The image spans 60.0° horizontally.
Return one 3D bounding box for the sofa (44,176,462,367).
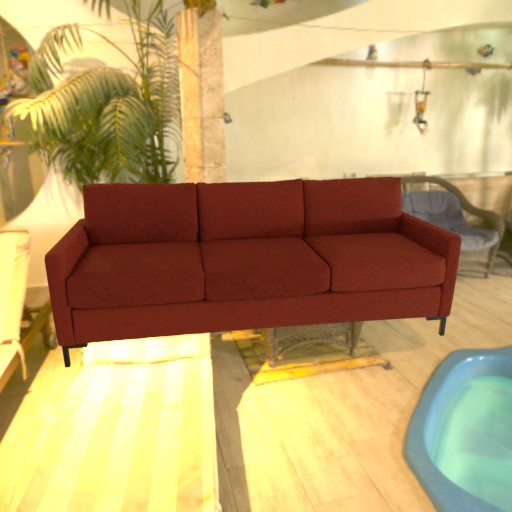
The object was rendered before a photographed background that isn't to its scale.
[{"bbox_3d":[0.000,0.000,2.752,2.252,0.879,0.875,-3,18,-9],"label":"sofa"}]
